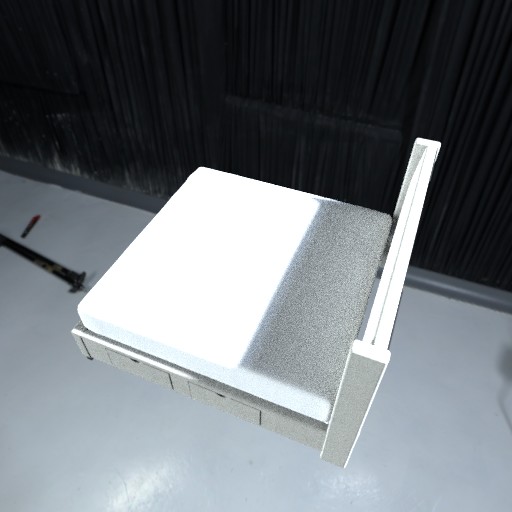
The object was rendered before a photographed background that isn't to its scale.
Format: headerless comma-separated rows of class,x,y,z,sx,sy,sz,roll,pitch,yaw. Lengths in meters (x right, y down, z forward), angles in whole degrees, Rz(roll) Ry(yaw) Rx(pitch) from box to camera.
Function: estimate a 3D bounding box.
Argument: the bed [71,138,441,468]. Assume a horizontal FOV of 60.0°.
bed,0.000,0.000,3.644,2.280,1.470,2.140,17,48,16
